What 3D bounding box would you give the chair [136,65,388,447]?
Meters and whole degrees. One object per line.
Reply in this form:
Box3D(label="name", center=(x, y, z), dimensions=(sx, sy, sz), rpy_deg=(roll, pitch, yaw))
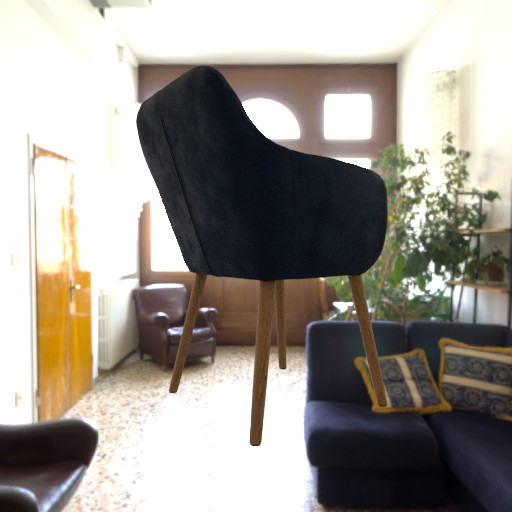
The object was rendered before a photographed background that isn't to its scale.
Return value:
Box3D(label="chair", center=(0.000, 0.000, 1.240), dimensions=(0.573, 0.826, 0.578), rpy_deg=(-1, 2, -35))
